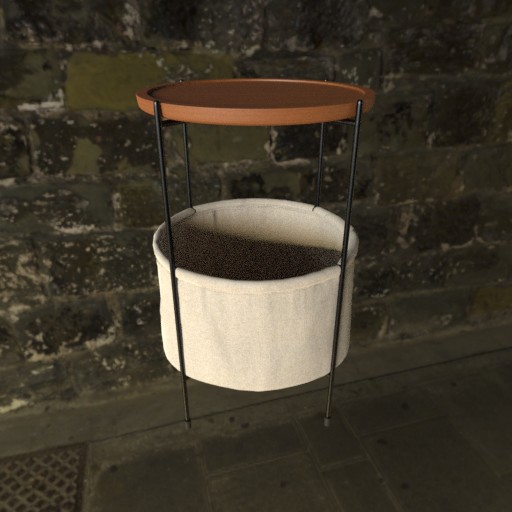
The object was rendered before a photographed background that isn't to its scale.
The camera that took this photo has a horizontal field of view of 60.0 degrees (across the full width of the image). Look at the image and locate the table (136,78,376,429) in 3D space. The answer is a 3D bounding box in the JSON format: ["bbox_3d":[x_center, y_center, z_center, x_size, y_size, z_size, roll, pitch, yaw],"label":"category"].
[{"bbox_3d":[0.000,0.000,0.874,0.393,0.623,0.393,-1,27,-1],"label":"table"}]
